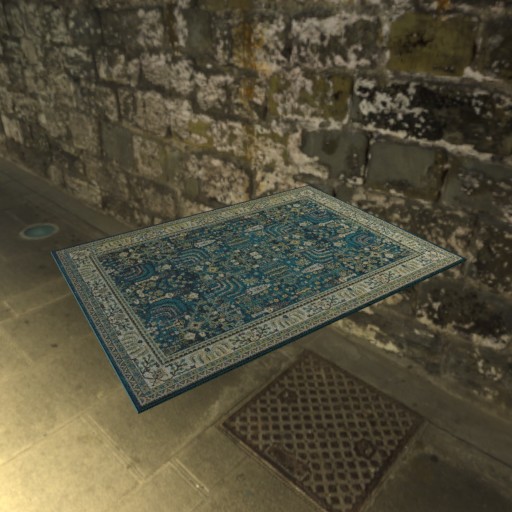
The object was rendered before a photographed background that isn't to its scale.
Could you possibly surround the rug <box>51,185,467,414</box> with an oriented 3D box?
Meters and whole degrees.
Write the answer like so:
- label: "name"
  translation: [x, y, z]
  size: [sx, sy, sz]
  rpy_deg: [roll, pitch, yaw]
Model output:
- label: "rug"
  translation: [0.000, 0.000, 2.901]
  size: [2.213, 0.013, 1.594]
  rpy_deg: [-18, 35, -29]
